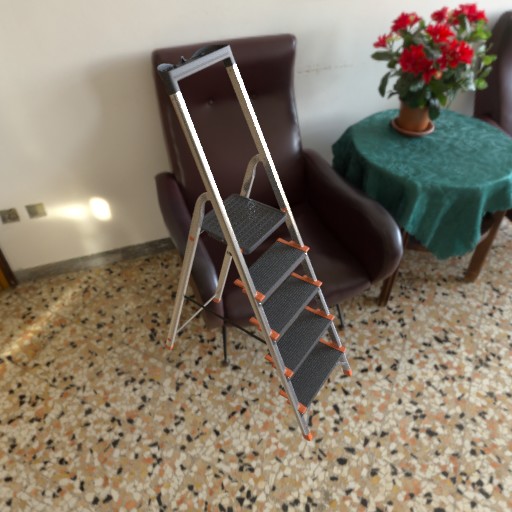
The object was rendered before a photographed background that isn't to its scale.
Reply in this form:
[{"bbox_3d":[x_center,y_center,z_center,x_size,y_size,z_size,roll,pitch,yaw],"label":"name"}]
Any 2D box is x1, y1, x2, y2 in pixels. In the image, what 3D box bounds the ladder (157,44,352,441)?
[{"bbox_3d":[0.000,0.000,2.014,0.995,1.646,0.480,25,48,25],"label":"ladder"}]
